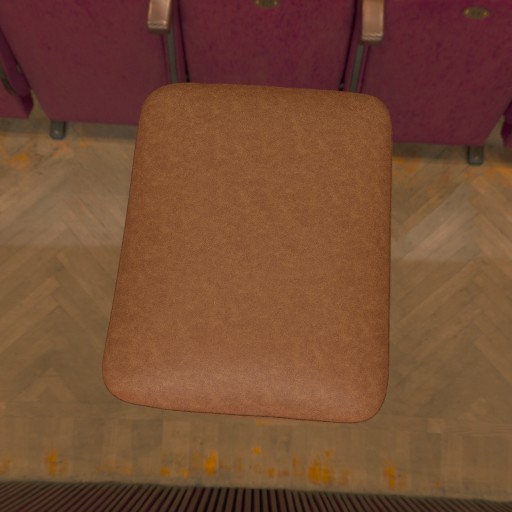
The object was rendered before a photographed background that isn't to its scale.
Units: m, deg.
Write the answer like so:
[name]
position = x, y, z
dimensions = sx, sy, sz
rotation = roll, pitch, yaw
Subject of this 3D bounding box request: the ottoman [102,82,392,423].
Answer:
[ottoman]
position = 0.000, 0.000, 1.132
dimensions = 0.593, 0.478, 0.747
rotation = 4, 77, 1
